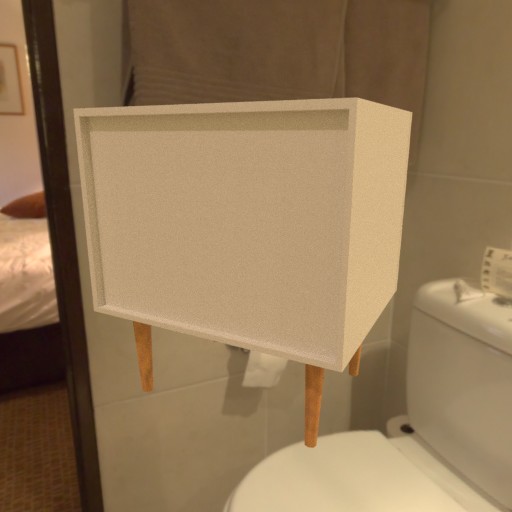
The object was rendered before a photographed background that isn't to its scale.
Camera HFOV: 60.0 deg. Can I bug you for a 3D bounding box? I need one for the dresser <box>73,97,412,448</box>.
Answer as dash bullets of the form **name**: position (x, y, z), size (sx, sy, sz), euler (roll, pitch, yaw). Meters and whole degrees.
- **dresser**: position (0.000, 0.000, 0.911), size (0.503, 0.568, 0.414), euler (8, 17, 27)
